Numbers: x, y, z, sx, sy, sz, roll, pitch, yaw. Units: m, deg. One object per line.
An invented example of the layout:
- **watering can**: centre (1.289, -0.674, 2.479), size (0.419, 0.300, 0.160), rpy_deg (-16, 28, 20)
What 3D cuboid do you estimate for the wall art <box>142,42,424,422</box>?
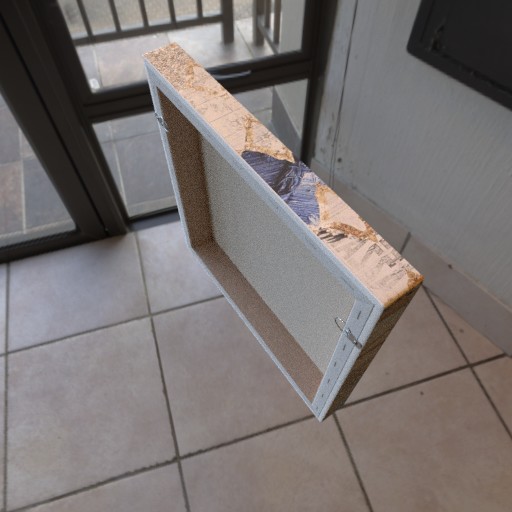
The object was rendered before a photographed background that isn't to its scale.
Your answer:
- **wall art**: centre (0.000, 0.000, 0.456), size (0.036, 0.304, 0.303), rpy_deg (-31, 62, -18)
